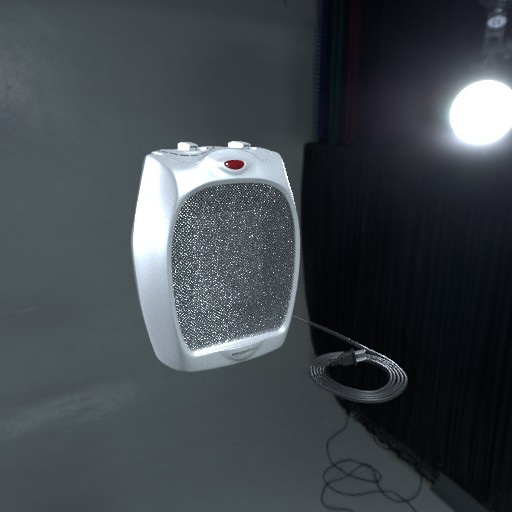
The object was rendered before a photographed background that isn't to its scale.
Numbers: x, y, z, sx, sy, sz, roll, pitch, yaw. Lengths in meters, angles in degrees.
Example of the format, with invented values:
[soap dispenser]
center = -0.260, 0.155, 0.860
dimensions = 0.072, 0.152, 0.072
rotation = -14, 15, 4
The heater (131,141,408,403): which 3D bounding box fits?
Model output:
[heater]
center = 0.000, 0.000, 0.484
dimensions = 0.239, 0.240, 0.291
rotation = -9, 19, -29
